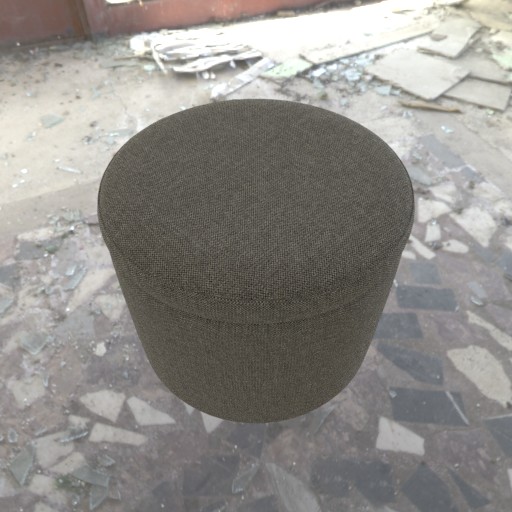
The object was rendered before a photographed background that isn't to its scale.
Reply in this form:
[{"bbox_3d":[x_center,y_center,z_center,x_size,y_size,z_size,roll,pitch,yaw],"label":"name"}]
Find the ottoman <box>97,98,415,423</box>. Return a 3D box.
[{"bbox_3d":[0.000,0.000,0.874,0.520,0.430,0.520,0,48,0],"label":"ottoman"}]
